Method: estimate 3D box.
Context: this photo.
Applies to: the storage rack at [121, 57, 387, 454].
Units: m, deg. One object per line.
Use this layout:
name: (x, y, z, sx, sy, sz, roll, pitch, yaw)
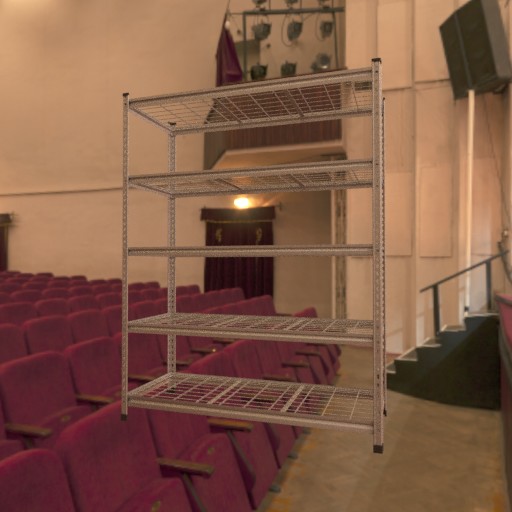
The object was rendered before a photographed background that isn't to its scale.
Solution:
storage rack: (0.000, 0.000, 2.739, 1.524, 1.981, 0.610, 0, -1, 18)
